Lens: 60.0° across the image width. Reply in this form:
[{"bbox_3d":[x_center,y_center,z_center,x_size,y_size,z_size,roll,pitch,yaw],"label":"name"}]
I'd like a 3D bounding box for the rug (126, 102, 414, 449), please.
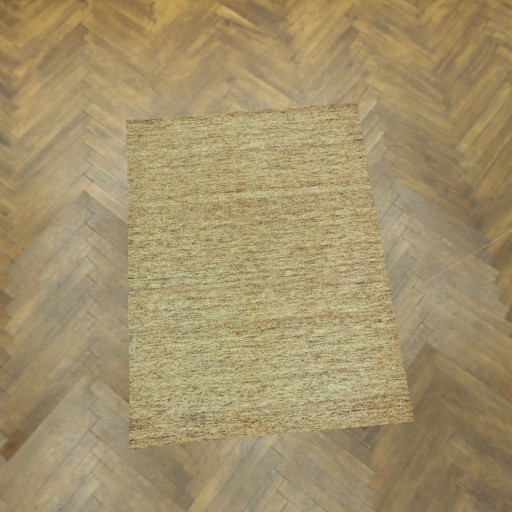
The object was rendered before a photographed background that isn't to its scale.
[{"bbox_3d":[0.000,0.000,4.225,2.438,0.012,3.200,-5,74,-1],"label":"rug"}]
